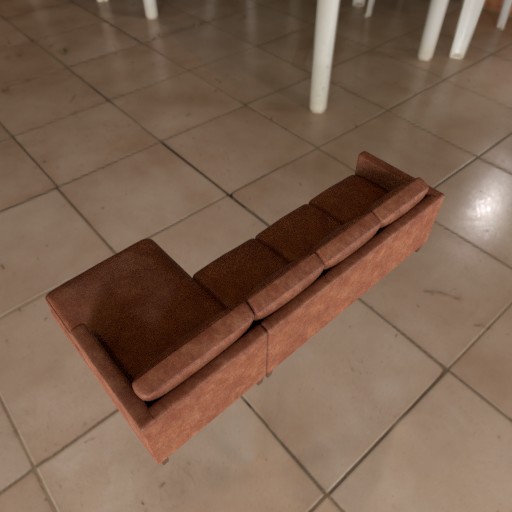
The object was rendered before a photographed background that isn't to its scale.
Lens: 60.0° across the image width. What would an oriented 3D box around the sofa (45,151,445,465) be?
[{"bbox_3d":[0.000,0.000,3.904,3.203,0.883,1.581,-34,56,-27],"label":"sofa"}]
